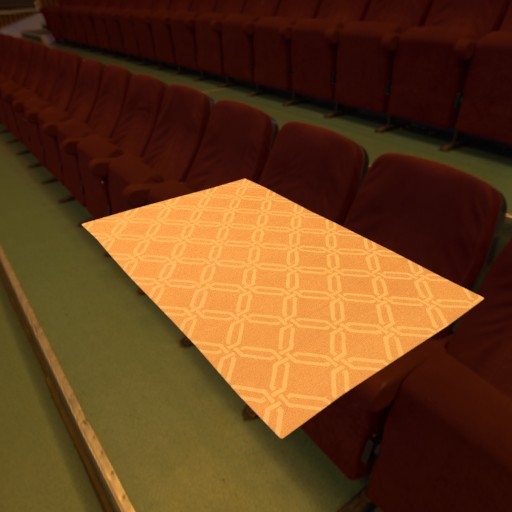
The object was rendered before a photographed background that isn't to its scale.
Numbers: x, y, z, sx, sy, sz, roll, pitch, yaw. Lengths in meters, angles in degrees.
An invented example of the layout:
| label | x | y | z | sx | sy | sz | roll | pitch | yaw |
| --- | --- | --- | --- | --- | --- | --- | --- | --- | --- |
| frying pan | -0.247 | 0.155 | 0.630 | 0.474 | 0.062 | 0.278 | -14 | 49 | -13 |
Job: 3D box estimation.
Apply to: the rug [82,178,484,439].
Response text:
| label | x | y | z | sx | sy | sz | roll | pitch | yaw |
| --- | --- | --- | --- | --- | --- | --- | --- | --- | --- |
| rug | 0.000 | 0.000 | 2.185 | 1.146 | 0.010 | 1.745 | -22 | 37 | -31 |
